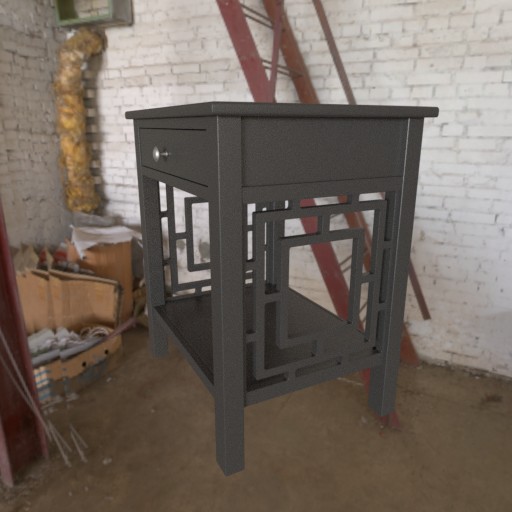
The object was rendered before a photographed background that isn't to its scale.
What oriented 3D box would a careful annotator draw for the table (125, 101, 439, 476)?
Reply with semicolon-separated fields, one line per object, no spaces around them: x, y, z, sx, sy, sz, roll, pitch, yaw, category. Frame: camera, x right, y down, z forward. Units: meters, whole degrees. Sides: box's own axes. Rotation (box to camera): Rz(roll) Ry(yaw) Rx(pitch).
0.000;0.000;1.028;0.451;0.646;0.564;-8;18;-26;table
